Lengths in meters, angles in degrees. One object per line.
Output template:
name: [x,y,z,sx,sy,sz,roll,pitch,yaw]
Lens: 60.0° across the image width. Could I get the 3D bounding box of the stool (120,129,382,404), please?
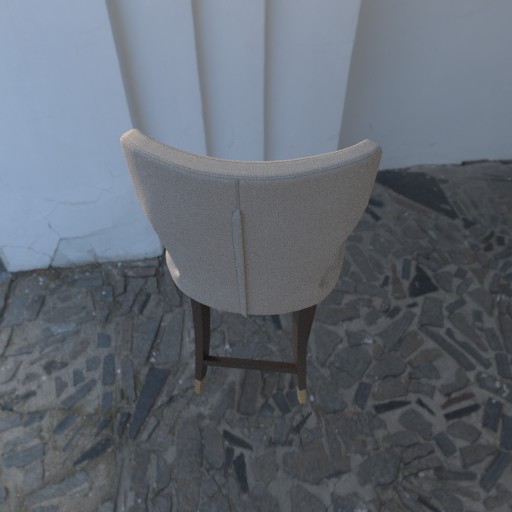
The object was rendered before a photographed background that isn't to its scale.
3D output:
stool: [0.000,0.000,1.327,0.527,0.982,0.563,4,45,4]
